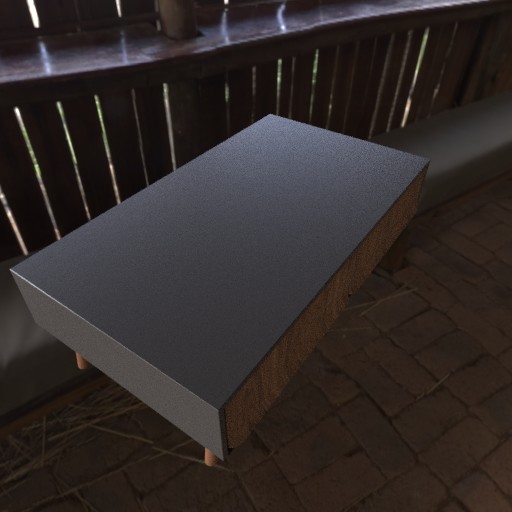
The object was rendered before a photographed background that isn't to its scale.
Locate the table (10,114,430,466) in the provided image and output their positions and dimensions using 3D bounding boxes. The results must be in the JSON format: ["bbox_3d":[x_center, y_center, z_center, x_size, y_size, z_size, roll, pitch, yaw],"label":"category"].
[{"bbox_3d":[0.000,0.000,1.488,0.703,0.404,1.201,25,46,26],"label":"table"}]
